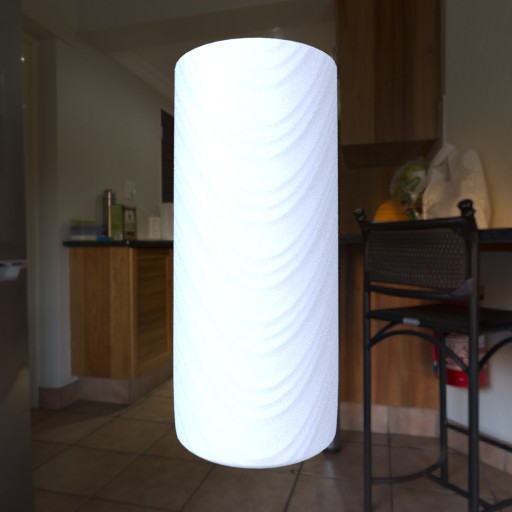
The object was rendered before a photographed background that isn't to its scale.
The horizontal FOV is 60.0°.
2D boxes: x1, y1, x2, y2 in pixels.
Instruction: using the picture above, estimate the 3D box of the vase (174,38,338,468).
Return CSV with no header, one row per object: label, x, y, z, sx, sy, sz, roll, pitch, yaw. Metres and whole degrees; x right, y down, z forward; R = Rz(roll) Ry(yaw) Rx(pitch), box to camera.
vase,0.000,0.000,0.388,0.143,0.316,0.143,0,2,0
